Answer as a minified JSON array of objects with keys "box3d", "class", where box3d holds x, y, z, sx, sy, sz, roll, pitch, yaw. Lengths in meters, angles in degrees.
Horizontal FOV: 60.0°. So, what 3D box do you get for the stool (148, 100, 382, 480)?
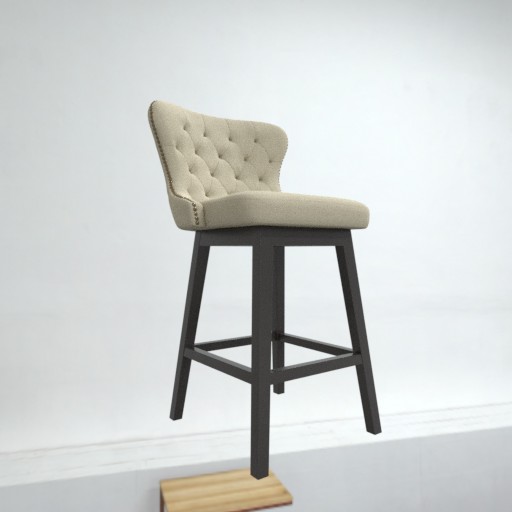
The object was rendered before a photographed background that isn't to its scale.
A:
[{"box3d":[0.000,0.000,1.327,0.528,0.971,0.593,-1,1,-36],"class":"stool"}]
